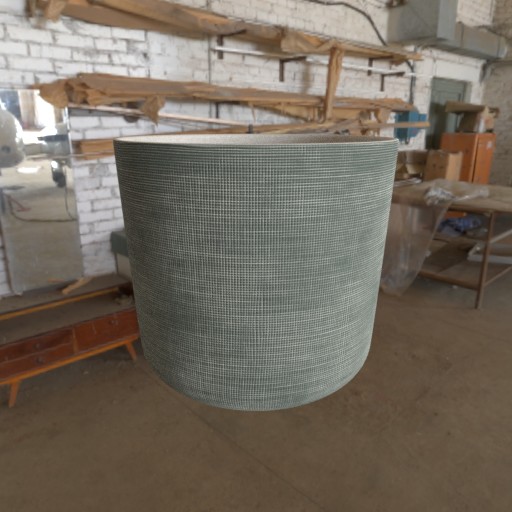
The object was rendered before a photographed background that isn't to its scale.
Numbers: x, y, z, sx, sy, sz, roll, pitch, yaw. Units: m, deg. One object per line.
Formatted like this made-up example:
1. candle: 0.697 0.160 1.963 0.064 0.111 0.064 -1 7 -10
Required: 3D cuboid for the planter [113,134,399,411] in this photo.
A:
1. planter: 0.000 0.000 0.770 0.440 0.398 0.440 0 17 0
